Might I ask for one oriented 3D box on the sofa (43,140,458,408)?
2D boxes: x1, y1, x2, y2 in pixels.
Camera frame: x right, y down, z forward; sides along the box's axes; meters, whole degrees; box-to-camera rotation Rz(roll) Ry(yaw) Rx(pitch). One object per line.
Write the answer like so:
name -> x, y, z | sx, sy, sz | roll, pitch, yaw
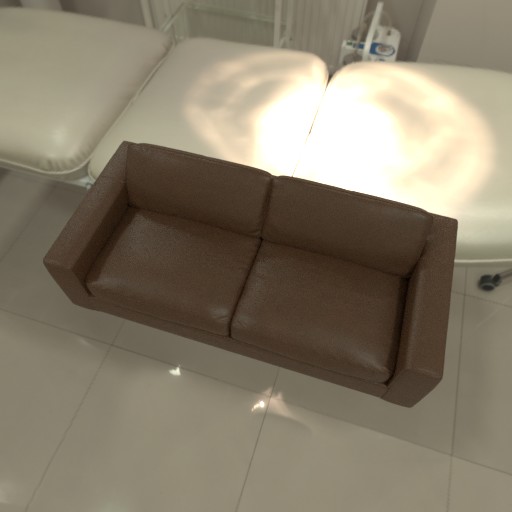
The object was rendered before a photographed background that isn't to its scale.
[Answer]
sofa -> 0.000, 0.000, 2.742 | 2.262, 0.801, 1.070 | 15, 59, 9
